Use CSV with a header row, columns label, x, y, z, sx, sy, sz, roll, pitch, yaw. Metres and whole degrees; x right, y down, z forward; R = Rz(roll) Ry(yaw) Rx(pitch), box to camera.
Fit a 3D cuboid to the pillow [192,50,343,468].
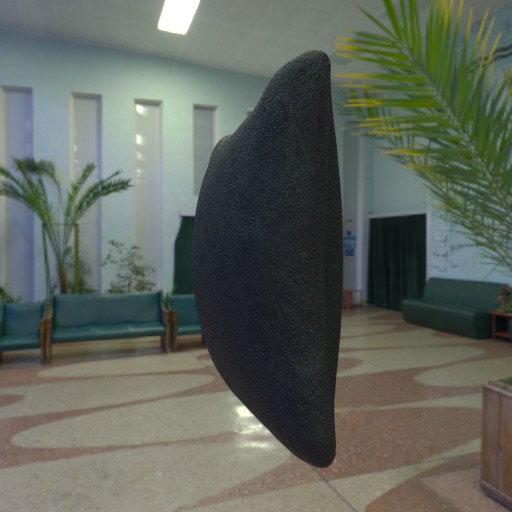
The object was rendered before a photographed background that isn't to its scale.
label,x,y,z,sx,sy,sz,roll,pitch,yaw
pillow,0.000,0.000,0.773,0.210,0.523,0.533,0,1,-17
